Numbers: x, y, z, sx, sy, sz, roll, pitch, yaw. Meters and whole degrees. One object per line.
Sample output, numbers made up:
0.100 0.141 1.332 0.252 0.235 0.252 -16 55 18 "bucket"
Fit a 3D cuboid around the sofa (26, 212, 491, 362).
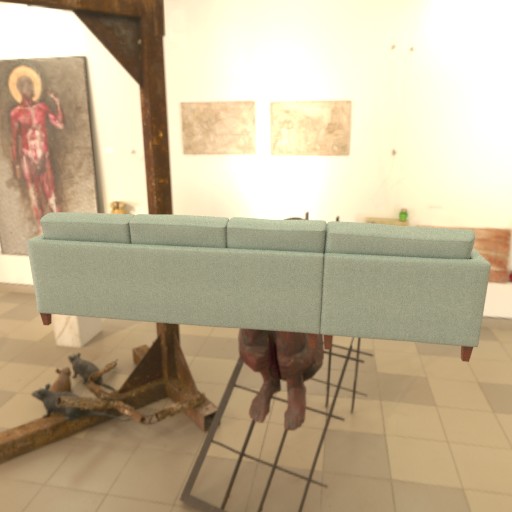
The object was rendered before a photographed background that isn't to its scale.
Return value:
0.000 0.000 4.029 3.470 0.953 1.600 3 17 10 "sofa"
